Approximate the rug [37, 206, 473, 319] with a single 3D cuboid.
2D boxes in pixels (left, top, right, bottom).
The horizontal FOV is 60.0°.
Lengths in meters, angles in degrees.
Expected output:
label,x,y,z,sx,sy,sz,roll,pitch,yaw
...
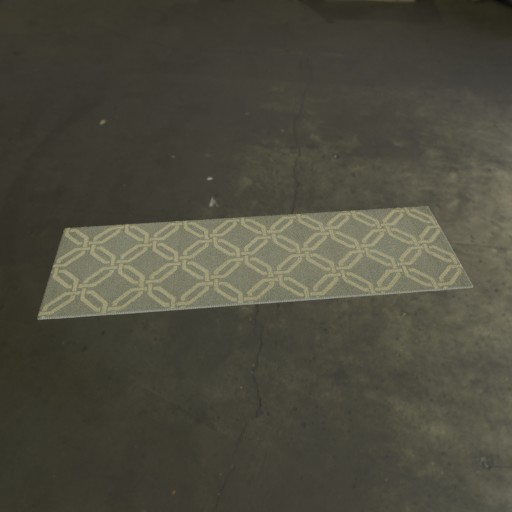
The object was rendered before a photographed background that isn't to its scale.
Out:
label,x,y,z,sx,sy,sz,roll,pitch,yaw
rug,0.000,0.000,2.532,2.276,0.014,0.678,-4,46,-4
